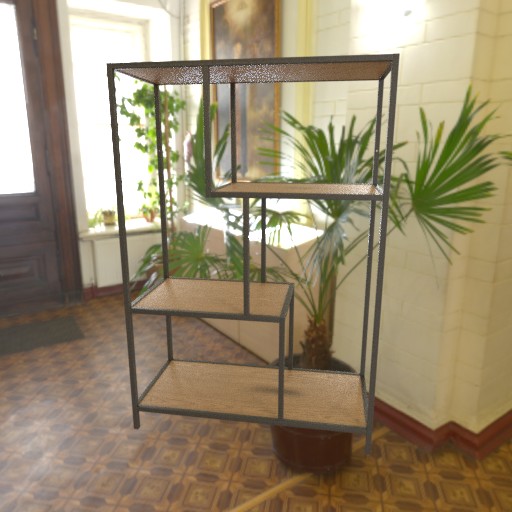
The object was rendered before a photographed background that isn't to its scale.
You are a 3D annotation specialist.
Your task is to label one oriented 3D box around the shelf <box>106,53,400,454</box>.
[{"bbox_3d":[0.000,0.000,1.449,0.770,1.138,0.350,2,14,9],"label":"shelf"}]
